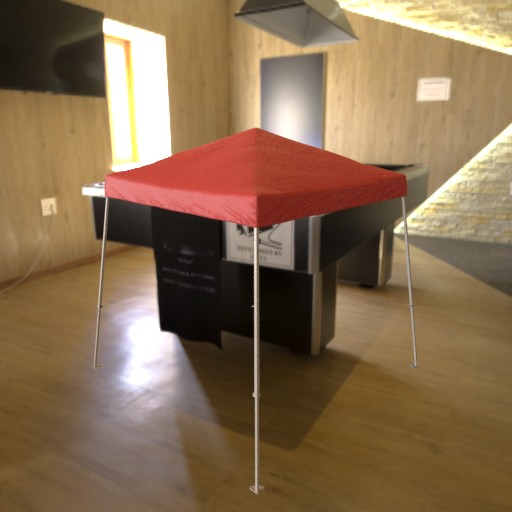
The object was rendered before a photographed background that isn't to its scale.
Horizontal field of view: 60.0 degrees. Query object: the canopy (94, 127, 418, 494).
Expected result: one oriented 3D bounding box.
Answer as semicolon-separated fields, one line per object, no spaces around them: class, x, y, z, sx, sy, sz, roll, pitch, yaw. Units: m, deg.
canopy;0.000;0.000;6.462;3.599;3.600;3.600;15;22;43
